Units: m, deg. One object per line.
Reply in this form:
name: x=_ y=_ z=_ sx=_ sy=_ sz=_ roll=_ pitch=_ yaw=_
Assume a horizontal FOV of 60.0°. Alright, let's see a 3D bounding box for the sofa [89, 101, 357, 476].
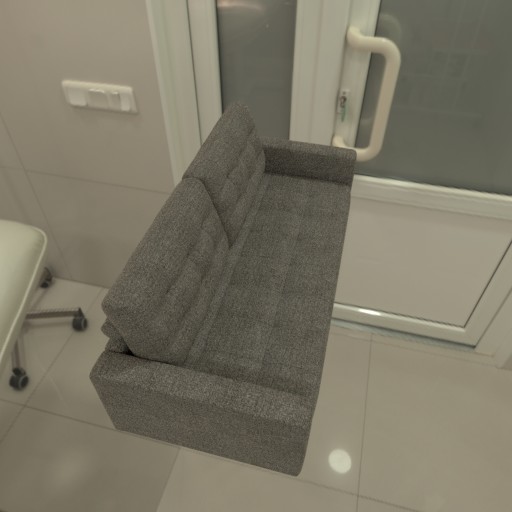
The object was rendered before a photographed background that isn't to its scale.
sofa: x=0.000 y=0.000 z=2.293 sx=0.863 sy=0.902 sz=1.821 roll=10 pitch=46 yaw=10
